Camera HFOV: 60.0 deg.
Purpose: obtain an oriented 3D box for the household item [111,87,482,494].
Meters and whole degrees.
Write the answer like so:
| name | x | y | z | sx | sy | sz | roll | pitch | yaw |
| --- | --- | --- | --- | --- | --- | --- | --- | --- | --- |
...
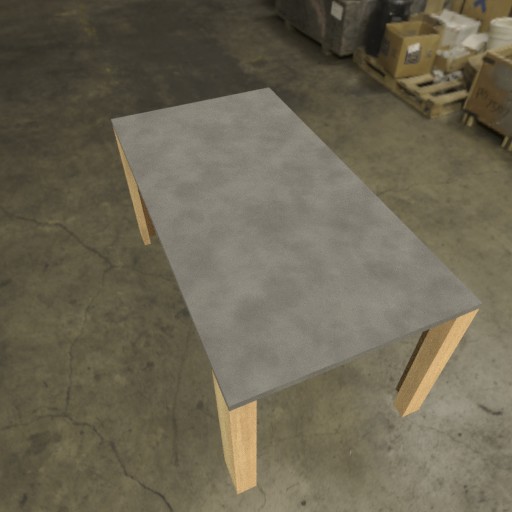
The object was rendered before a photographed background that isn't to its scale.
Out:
| name | x | y | z | sx | sy | sz | roll | pitch | yaw |
| --- | --- | --- | --- | --- | --- | --- | --- | --- | --- |
| household item | 0.000 | 0.000 | 2.049 | 0.850 | 0.755 | 1.600 | -17 | 49 | -16 |
